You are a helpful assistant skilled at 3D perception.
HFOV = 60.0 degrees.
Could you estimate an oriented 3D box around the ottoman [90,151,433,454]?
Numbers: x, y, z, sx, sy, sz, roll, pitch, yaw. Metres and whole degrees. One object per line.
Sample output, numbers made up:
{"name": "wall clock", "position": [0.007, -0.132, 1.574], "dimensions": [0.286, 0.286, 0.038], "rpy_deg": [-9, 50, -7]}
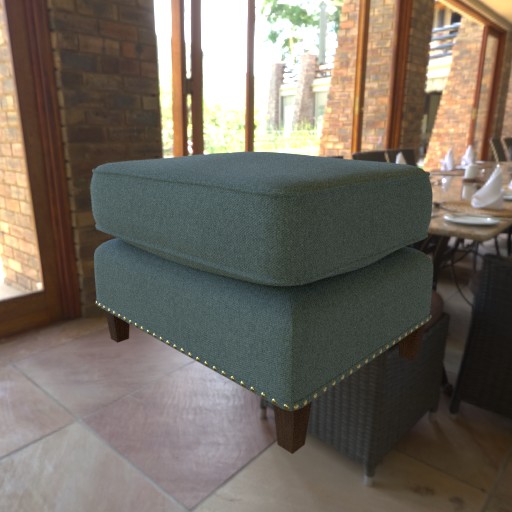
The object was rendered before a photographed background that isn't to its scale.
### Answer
{"name": "ottoman", "position": [0.000, 0.000, 1.168], "dimensions": [0.738, 0.537, 0.589], "rpy_deg": [15, 22, 42]}
